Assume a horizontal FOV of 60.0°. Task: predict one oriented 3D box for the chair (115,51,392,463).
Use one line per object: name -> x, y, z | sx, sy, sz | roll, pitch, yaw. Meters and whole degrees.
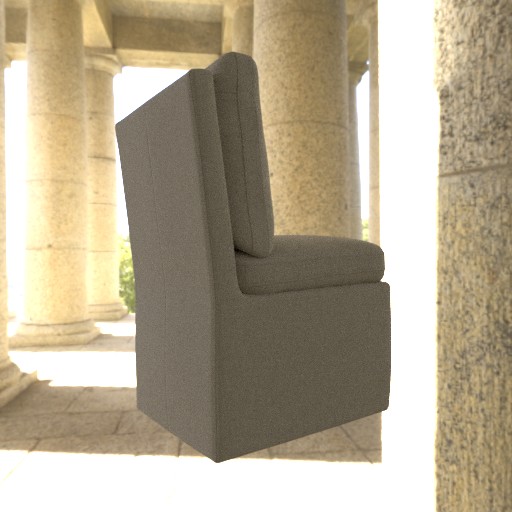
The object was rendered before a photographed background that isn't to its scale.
chair -> 0.000, 0.000, 1.319 | 0.698, 0.927, 0.503 | 0, -1, -37
